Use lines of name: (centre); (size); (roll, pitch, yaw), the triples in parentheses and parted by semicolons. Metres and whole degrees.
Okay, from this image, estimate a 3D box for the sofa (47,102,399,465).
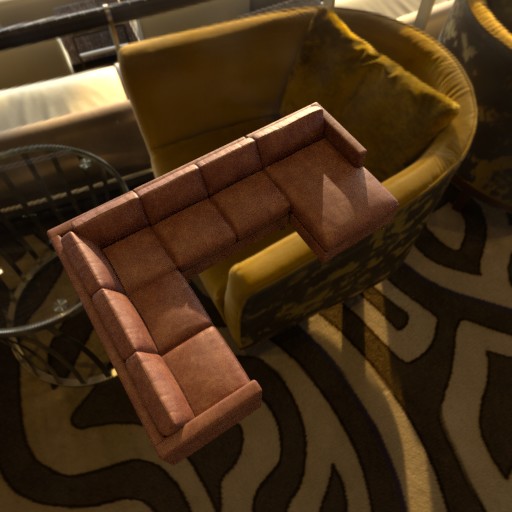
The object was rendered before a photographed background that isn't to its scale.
sofa: (0.000, 0.000, 4.542); (3.324, 0.888, 2.452); (-30, 65, -16)
